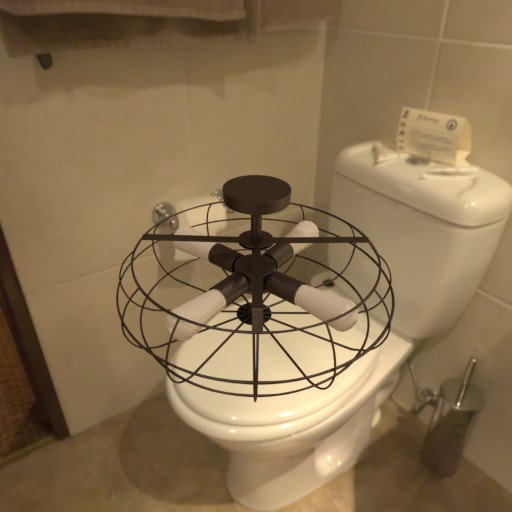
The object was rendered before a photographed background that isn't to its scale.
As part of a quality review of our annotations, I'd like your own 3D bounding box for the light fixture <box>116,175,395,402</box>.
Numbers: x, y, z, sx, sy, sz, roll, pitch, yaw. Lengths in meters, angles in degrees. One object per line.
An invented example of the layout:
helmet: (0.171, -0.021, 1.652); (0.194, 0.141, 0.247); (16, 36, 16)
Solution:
light fixture: (0.000, 0.000, 0.927); (0.582, 0.311, 0.582); (0, 32, 0)
